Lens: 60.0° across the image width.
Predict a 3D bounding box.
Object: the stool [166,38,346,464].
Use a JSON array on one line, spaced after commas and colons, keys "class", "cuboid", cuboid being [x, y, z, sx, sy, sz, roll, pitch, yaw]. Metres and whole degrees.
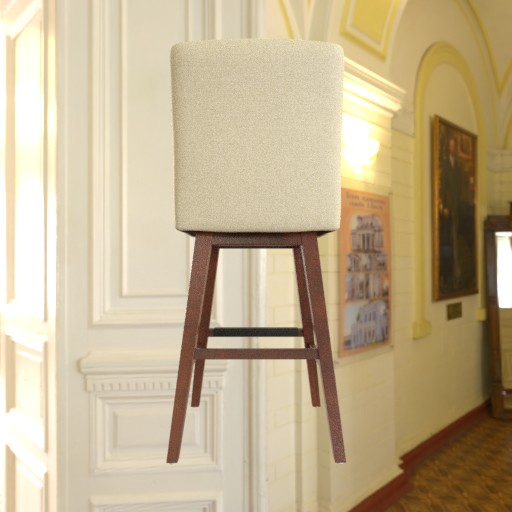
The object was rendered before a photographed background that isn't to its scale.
[{"class": "stool", "cuboid": [0.000, 0.000, 1.379, 0.470, 1.097, 0.559, 0, -1, 0]}]
